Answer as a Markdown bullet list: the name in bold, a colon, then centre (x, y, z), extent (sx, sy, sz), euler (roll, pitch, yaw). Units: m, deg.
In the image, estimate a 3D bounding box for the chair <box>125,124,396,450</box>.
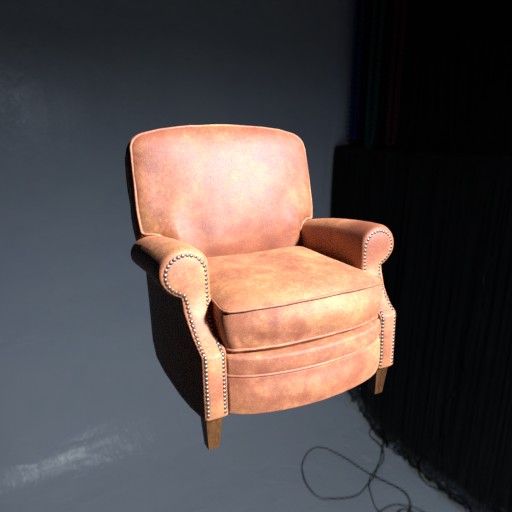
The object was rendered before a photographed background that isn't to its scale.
- **chair**: centre (0.000, 0.000, 1.771), extent (0.936, 1.018, 0.986), euler (-8, 17, -26)
